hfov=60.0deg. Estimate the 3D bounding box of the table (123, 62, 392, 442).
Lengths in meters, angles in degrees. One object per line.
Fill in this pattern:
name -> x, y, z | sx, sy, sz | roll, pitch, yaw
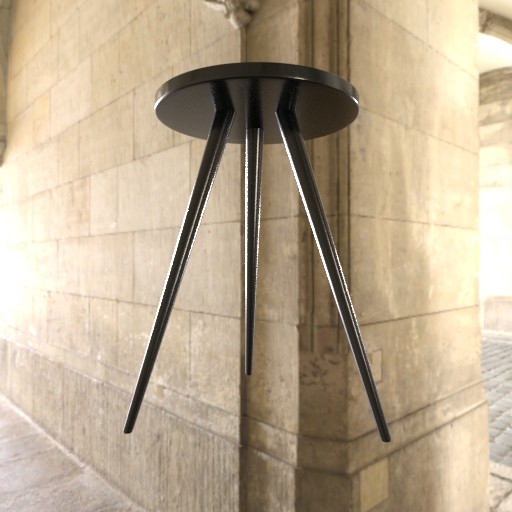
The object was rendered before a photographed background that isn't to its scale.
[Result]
table -> 0.000, 0.000, 0.835 | 0.403, 0.548, 0.415 | 0, -1, 1
